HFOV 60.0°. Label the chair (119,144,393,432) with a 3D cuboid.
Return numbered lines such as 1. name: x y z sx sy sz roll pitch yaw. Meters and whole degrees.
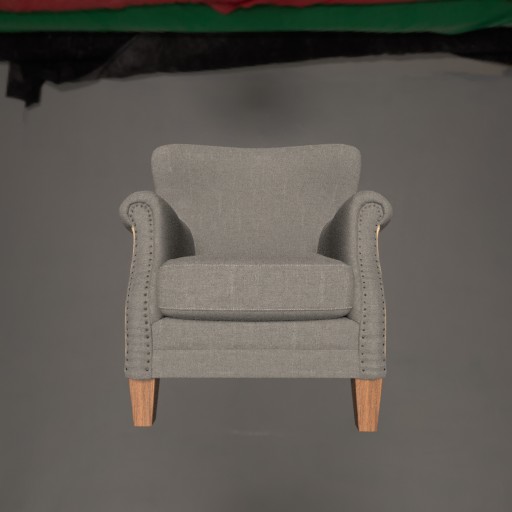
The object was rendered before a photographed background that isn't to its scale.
1. chair: 0.000 0.000 1.598 0.861 0.936 0.921 0 2 0
